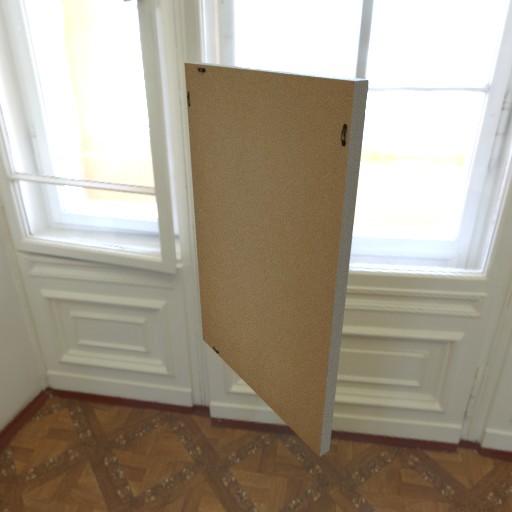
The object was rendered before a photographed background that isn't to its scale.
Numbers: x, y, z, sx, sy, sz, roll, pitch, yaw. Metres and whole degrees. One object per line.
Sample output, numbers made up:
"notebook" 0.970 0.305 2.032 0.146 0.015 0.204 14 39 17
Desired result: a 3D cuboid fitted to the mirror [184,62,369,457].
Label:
"mirror" 0.000 0.000 1.176 0.040 0.915 0.609 -18 32 -31
